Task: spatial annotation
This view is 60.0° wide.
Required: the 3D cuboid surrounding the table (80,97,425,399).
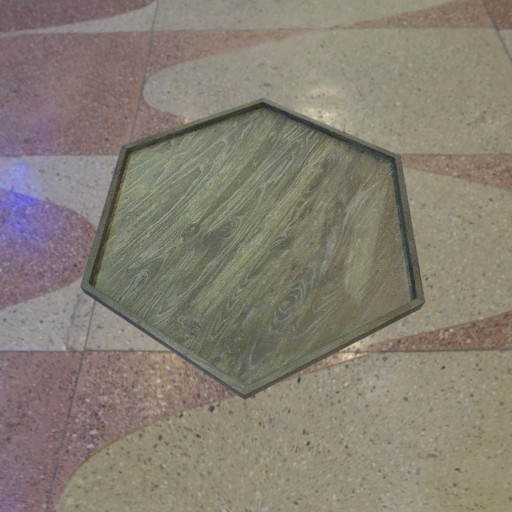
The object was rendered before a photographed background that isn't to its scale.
[{"bbox_3d":[0.000,0.000,1.592,0.966,0.488,1.115,2,58,2],"label":"table"}]
